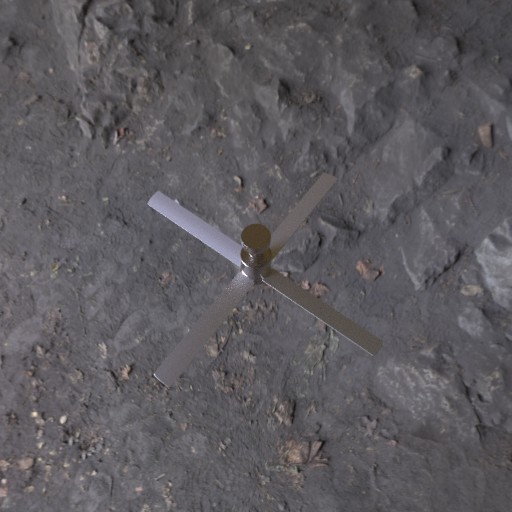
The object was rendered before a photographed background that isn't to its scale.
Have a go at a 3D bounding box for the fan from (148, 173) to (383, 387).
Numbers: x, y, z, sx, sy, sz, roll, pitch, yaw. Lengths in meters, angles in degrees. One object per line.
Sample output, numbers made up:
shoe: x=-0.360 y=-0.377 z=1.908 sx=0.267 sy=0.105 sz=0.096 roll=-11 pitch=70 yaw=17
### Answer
fan: x=0.000 y=0.000 z=1.984 sx=1.322 sy=0.355 sz=1.322 roll=34 pitch=68 yaw=16
